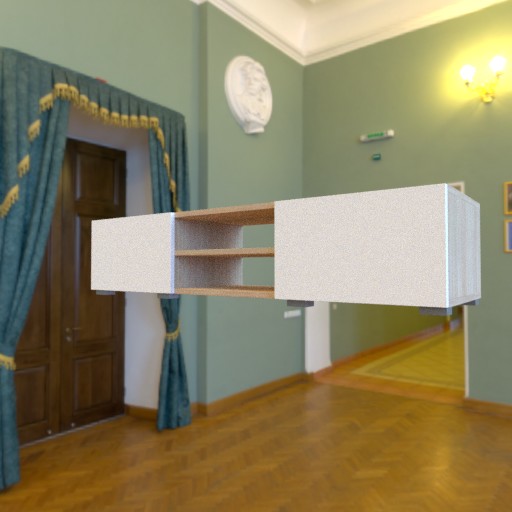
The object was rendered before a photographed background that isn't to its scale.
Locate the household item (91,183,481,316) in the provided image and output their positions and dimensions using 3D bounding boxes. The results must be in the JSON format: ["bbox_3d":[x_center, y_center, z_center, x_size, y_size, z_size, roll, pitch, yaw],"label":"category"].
[{"bbox_3d":[0.000,0.000,1.605,1.400,0.310,0.420,-1,-2,36],"label":"household item"}]
